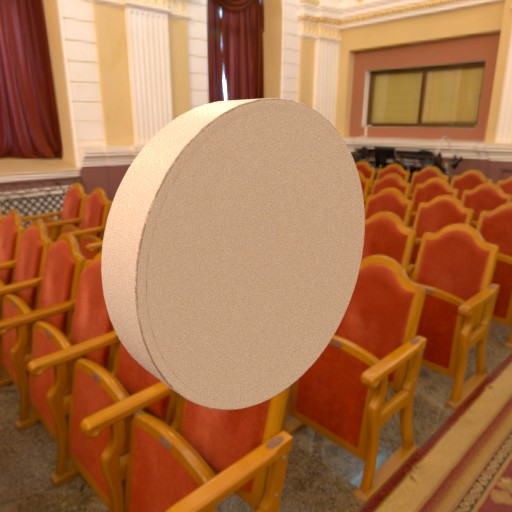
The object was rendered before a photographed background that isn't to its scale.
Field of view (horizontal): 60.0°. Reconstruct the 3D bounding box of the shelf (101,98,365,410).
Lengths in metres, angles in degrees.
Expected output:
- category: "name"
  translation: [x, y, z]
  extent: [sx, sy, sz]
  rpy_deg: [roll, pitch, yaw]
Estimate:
- category: "shelf"
  translation: [0.000, 0.000, 1.209]
  extent: [0.806, 0.807, 0.158]
  rpy_deg: [-15, 22, -41]
